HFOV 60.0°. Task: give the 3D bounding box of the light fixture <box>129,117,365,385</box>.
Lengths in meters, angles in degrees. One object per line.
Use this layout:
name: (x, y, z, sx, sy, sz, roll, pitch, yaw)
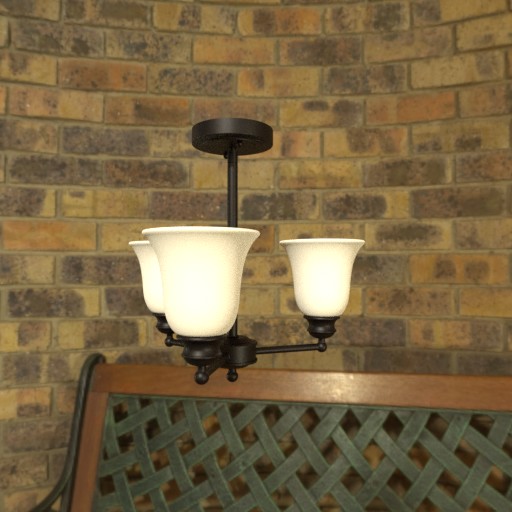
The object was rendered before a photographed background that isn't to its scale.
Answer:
light fixture: (0.000, 0.000, 0.666, 0.354, 0.370, 0.388, 0, -1, -19)
